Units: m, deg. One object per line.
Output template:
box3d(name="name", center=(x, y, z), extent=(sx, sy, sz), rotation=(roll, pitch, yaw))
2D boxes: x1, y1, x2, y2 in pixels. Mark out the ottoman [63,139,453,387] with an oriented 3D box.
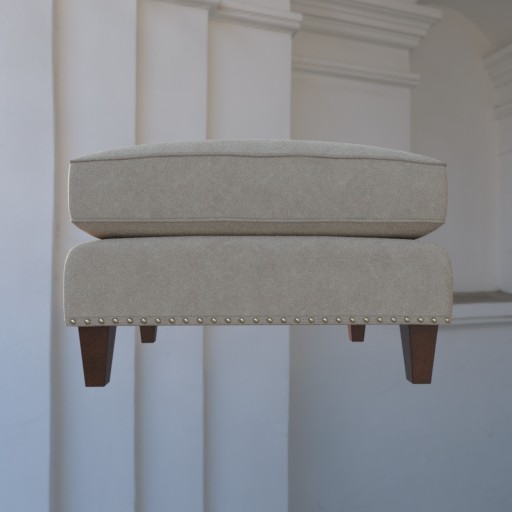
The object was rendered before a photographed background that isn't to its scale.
box3d(name="ottoman", center=(0.000, 0.000, 1.119), extent=(0.741, 0.513, 0.584), rotation=(0, -1, -2))
